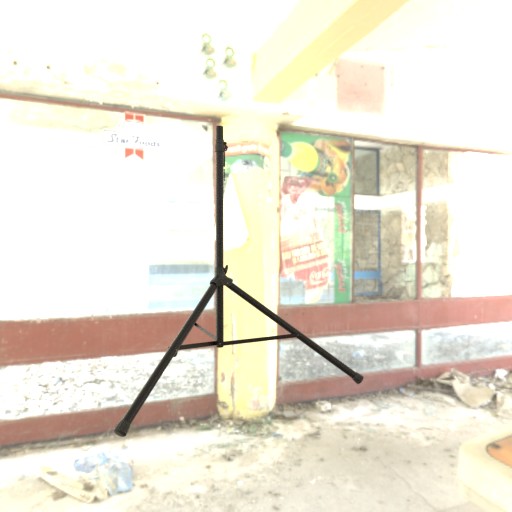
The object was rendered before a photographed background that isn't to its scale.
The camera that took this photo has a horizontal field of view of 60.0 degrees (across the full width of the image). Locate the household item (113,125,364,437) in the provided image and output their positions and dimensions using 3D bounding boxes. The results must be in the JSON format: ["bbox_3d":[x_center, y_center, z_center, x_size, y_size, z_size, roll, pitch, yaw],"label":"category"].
[{"bbox_3d":[0.000,0.000,2.731,1.339,1.595,1.596,0,0,-1],"label":"household item"}]
